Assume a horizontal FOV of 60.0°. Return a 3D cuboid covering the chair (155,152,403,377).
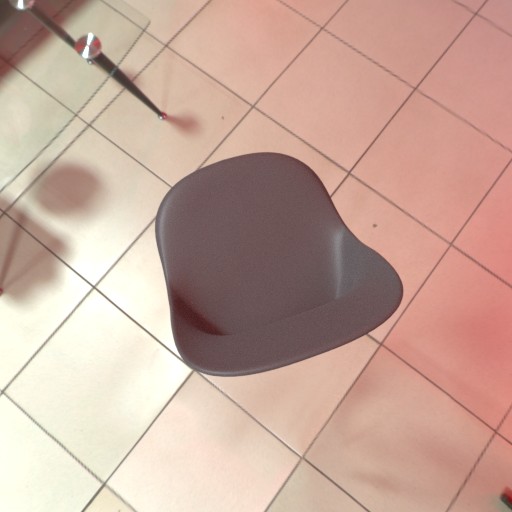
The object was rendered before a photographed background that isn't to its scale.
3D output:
[{"bbox_3d":[0.000,0.000,1.148,0.470,0.795,0.556,-19,77,-5],"label":"chair"}]
